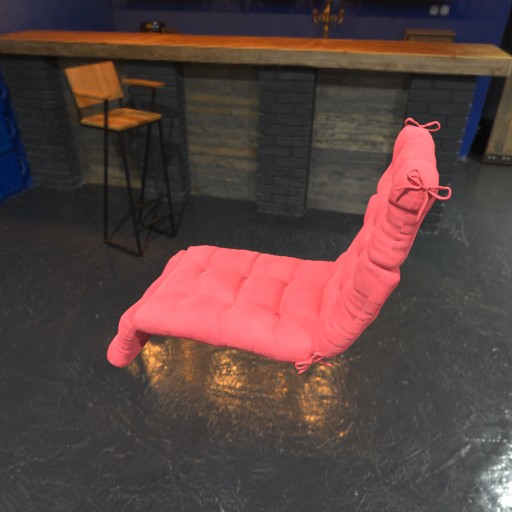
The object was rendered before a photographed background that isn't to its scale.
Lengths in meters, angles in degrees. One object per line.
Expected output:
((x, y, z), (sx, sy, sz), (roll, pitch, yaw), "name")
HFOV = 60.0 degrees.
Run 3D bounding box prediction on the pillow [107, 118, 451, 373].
((0.000, 0.000, 1.473), (1.016, 0.863, 0.526), (9, 33, 14), "pillow")
